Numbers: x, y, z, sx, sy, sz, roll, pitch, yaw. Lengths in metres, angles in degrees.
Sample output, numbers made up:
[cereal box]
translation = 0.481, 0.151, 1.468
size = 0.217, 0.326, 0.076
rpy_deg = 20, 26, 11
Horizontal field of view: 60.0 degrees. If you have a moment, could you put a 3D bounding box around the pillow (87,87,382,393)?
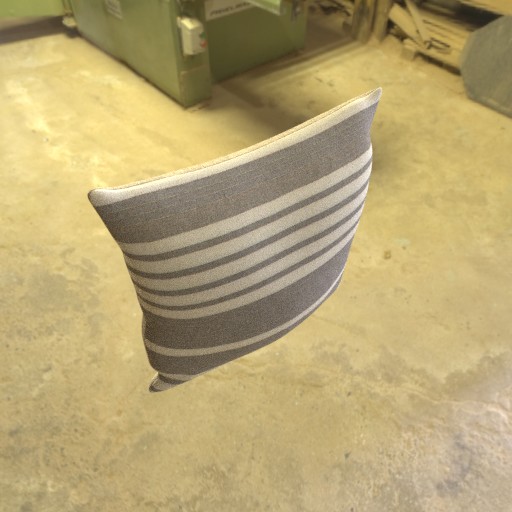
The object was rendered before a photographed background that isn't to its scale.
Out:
[pillow]
translation = 0.000, 0.000, 0.692
size = 0.439, 0.440, 0.182
rpy_deg = -27, 52, -23
